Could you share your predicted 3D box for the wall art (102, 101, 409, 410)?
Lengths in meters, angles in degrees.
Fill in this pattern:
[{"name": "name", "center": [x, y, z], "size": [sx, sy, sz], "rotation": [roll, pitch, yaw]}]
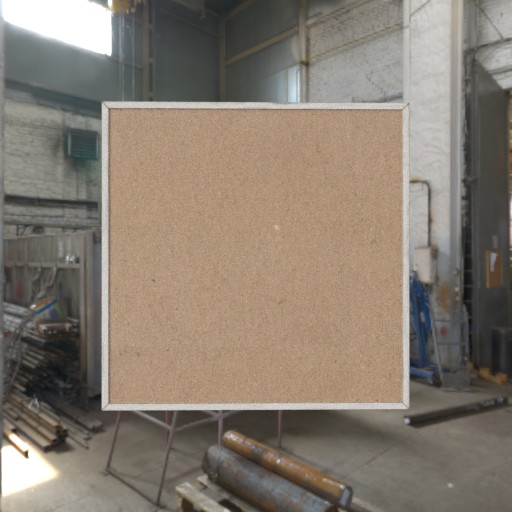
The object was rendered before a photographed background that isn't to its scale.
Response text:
[{"name": "wall art", "center": [0.000, 0.000, 0.458], "size": [0.305, 0.305, 0.038], "rotation": [0, 0, -1]}]
